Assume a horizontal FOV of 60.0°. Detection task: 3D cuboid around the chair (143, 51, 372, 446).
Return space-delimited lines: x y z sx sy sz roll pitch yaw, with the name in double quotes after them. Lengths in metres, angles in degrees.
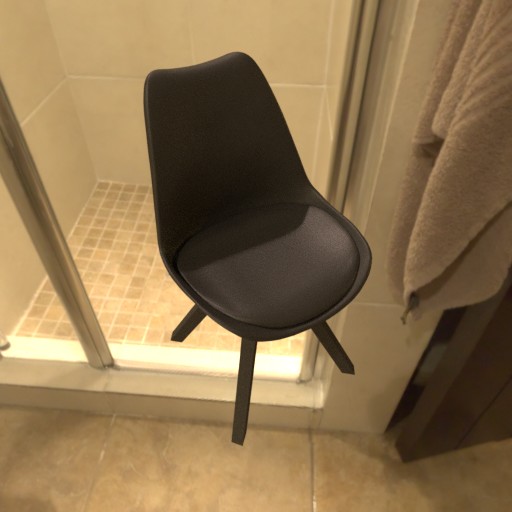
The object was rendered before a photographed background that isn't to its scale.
0.000 0.000 1.176 0.485 0.850 0.550 -24 49 -23 "chair"
